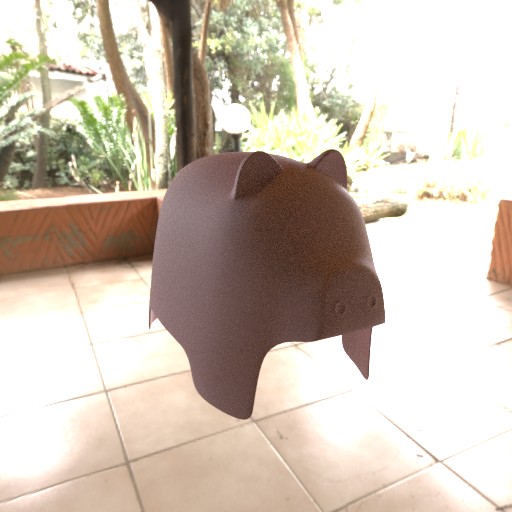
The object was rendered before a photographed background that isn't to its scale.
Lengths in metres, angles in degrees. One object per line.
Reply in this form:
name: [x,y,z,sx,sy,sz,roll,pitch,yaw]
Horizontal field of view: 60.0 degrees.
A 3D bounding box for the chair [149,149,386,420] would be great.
chair: [0.000,0.000,0.883,0.364,0.423,0.619,-8,18,-26]
